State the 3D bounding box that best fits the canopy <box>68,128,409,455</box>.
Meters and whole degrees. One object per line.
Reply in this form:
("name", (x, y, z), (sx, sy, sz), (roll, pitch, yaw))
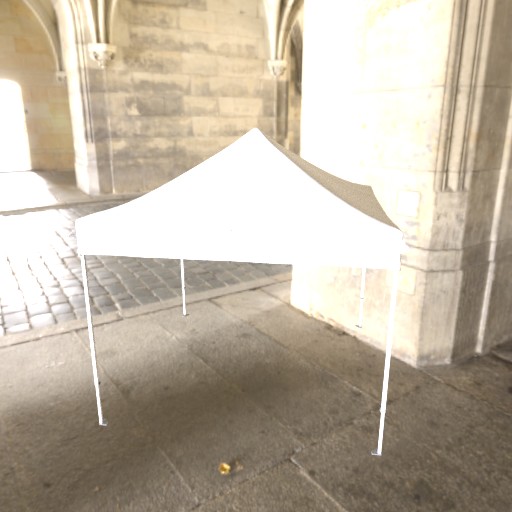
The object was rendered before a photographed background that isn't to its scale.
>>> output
("canopy", (0.000, 0.000, 5.395), (2.994, 2.998, 2.996), (3, 17, 9))
